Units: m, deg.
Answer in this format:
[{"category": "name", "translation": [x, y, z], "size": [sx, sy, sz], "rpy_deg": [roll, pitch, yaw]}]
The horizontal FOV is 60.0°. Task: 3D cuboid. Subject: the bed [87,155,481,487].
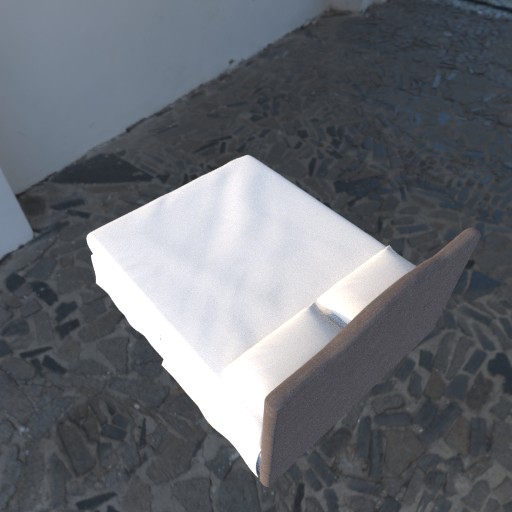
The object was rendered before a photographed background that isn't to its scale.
[{"category": "bed", "translation": [0.000, 0.000, 3.907], "size": [2.161, 1.457, 2.689], "rpy_deg": [-32, 55, -26]}]
